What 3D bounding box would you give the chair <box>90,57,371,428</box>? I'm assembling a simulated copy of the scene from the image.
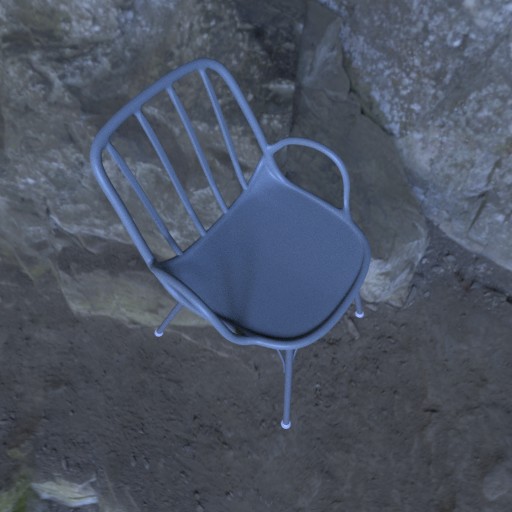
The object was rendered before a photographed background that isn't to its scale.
[{"bbox_3d":[0.000,0.000,1.209,0.597,0.816,0.549,32,63,18],"label":"chair"}]
